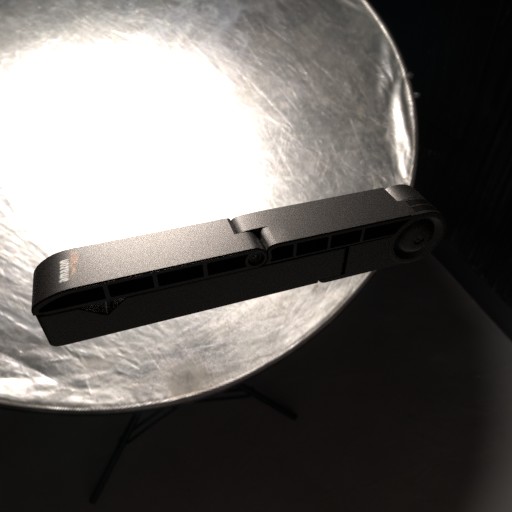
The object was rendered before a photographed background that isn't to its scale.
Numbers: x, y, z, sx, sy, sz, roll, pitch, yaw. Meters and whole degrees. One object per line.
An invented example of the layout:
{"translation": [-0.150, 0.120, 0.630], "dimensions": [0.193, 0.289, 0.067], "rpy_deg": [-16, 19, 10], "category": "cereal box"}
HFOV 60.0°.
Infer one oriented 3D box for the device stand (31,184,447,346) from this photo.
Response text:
{"translation": [0.000, 0.000, 0.194], "dimensions": [0.179, 0.030, 0.026], "rpy_deg": [-13, 43, -14], "category": "device stand"}
